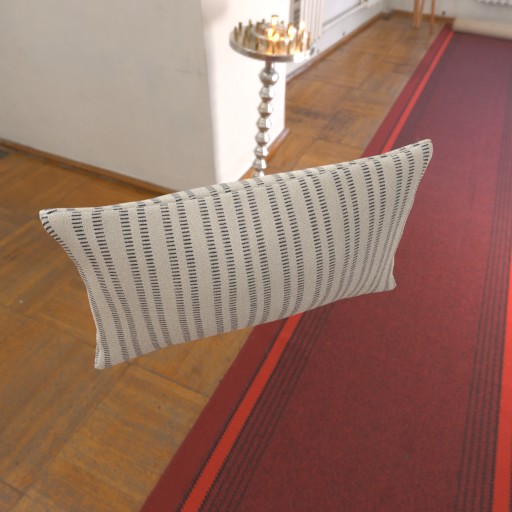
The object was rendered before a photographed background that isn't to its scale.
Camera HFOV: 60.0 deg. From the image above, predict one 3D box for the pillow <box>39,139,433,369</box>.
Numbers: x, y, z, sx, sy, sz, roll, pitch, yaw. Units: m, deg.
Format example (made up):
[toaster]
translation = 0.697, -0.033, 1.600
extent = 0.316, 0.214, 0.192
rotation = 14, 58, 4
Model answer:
[pillow]
translation = 0.000, 0.000, 0.794
extent = 0.640, 0.353, 0.210
rotation = -13, 44, -14
